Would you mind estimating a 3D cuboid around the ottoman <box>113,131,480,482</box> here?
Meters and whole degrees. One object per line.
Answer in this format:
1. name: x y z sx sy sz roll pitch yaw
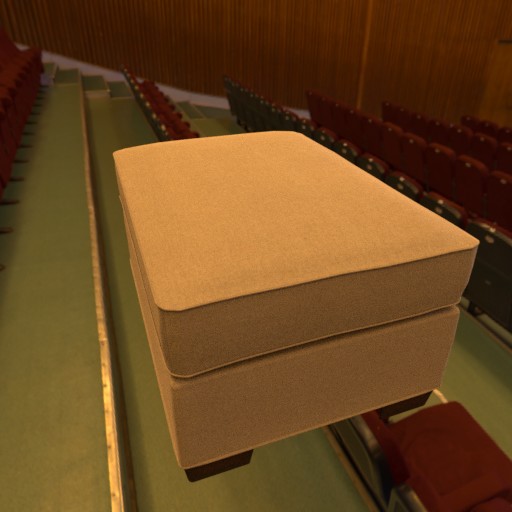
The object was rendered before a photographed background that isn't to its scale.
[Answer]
1. ottoman: 0.000 0.000 1.176 0.617 0.503 0.846 -11 32 -17
